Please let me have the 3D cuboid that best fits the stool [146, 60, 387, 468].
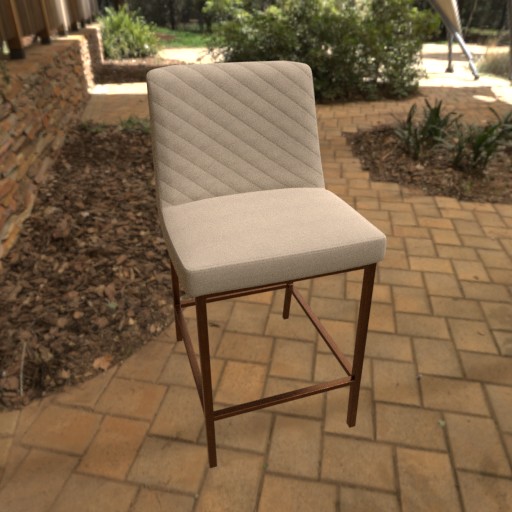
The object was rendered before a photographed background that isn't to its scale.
[{"bbox_3d":[0.000,0.000,1.275,0.507,0.973,0.576,-9,32,-16],"label":"stool"}]
